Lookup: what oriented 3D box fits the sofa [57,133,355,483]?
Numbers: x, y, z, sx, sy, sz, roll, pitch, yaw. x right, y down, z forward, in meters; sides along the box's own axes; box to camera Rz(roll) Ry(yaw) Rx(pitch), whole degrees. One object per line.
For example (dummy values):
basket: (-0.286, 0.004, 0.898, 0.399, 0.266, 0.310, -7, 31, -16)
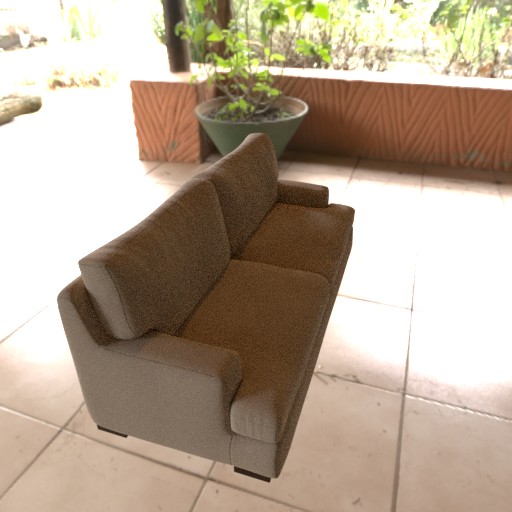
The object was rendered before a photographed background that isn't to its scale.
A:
sofa: (0.000, 0.000, 2.589, 0.929, 0.925, 2.147, 9, 31, 16)
